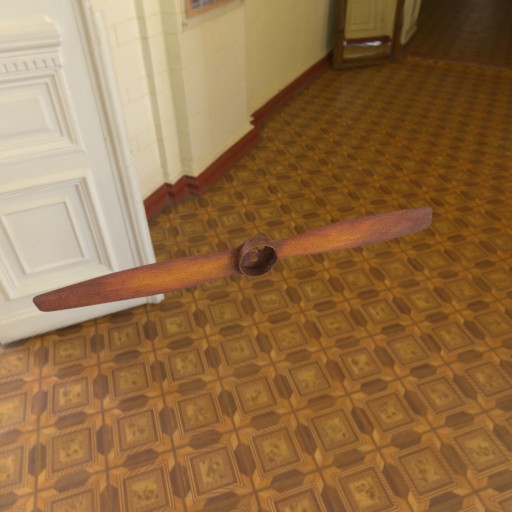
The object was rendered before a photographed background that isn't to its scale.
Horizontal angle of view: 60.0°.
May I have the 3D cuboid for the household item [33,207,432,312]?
[{"bbox_3d":[0.000,0.000,1.267,1.181,0.121,0.051,-12,42,-14],"label":"household item"}]
